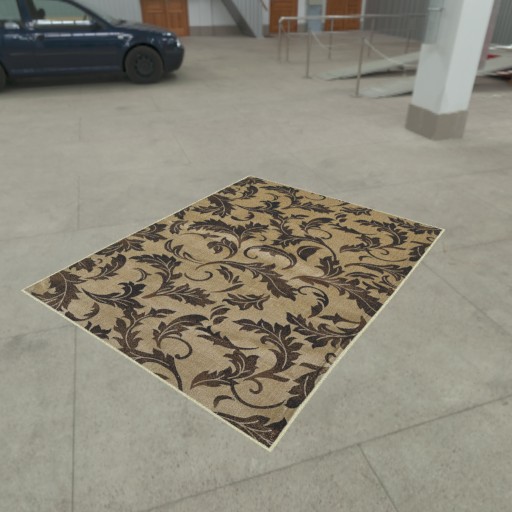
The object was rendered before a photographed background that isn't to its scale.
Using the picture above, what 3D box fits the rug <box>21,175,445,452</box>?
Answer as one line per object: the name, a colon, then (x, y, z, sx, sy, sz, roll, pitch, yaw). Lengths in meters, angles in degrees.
rug: (0.000, 0.000, 3.874, 2.380, 0.008, 2.977, 21, 38, 30)
